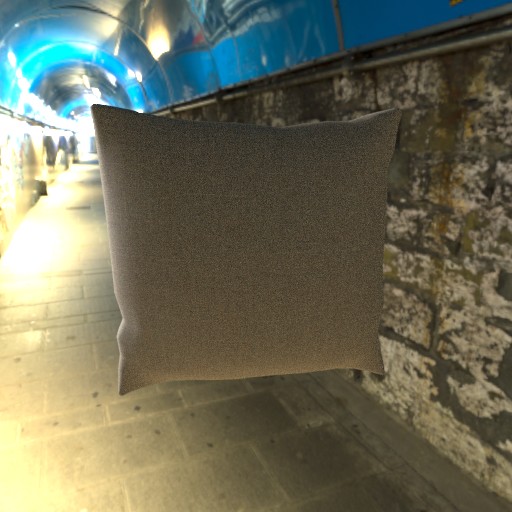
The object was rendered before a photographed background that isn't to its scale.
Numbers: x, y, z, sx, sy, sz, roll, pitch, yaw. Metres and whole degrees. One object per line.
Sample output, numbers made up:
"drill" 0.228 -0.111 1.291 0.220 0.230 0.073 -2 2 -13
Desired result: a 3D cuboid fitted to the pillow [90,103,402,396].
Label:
"pillow" 0.000 0.000 0.773 0.508 0.498 0.215 -2 15 -9
